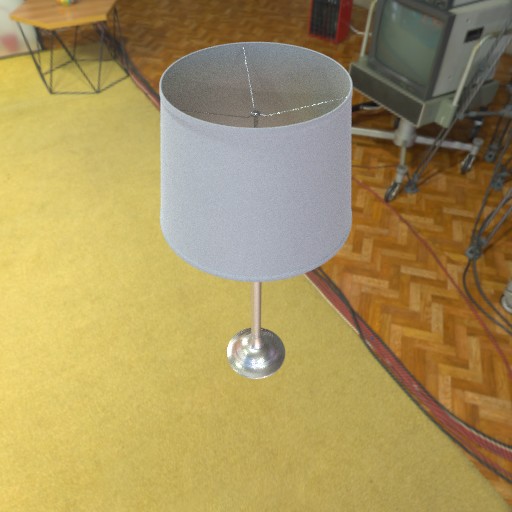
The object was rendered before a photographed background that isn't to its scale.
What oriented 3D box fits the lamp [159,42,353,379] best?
[{"bbox_3d":[0.000,0.000,0.857,0.331,0.698,0.331,0,46,0],"label":"lamp"}]
